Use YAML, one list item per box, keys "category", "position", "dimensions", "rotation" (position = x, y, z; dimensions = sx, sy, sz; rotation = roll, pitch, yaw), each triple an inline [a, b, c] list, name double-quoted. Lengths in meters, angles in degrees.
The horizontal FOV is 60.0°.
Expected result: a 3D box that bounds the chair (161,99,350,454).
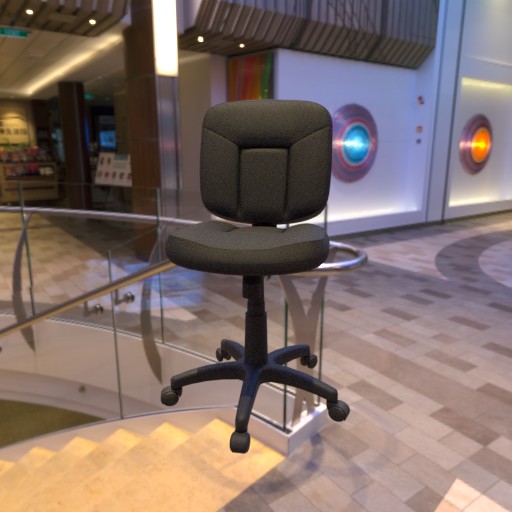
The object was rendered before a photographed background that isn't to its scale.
- category: "chair"
  position: [0.000, 0.000, 1.372]
  dimensions: [0.610, 0.972, 0.610]
  rotation: [2, 14, 9]
